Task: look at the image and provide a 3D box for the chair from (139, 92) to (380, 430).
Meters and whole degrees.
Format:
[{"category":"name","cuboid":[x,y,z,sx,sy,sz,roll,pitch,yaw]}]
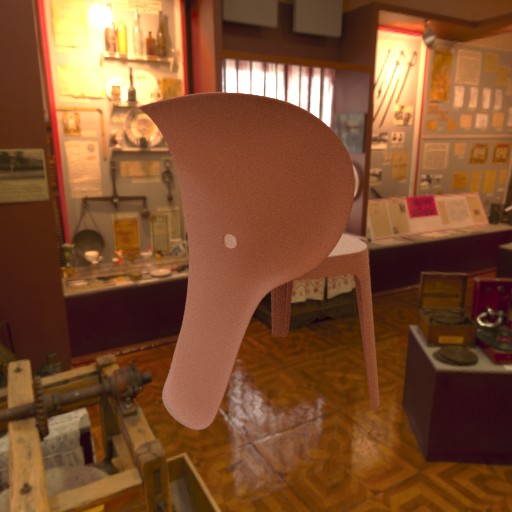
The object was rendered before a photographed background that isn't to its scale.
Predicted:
[{"category":"chair","cuboid":[0.000,0.000,0.859,0.402,0.554,0.451,-7,16,-27]}]
